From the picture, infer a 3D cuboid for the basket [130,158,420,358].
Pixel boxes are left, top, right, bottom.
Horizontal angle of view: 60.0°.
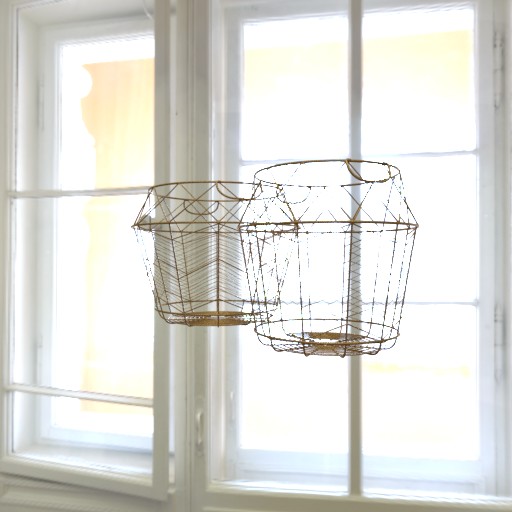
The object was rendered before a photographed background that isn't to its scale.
[{"bbox_3d":[0.000,0.000,1.047,0.451,0.343,0.805,0,0,-36],"label":"basket"}]
